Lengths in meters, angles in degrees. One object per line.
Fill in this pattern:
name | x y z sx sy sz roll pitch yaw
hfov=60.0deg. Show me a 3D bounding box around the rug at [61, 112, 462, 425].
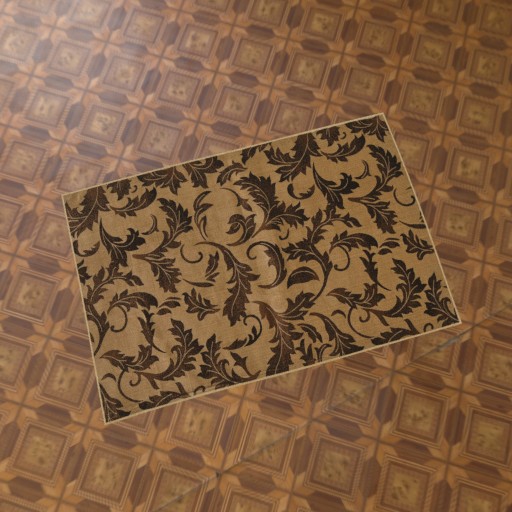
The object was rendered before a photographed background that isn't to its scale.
rug | 0.000 0.000 2.868 2.284 0.008 1.522 -15 78 -3
